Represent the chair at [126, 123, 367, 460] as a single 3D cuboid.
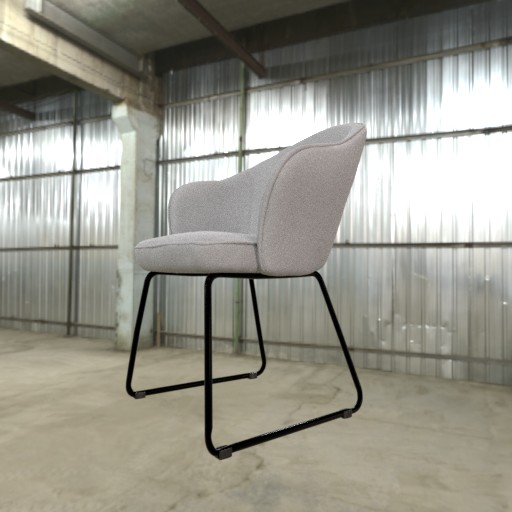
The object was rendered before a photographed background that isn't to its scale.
[{"bbox_3d":[0.000,0.000,1.233,0.592,0.817,0.570,1,-1,-36],"label":"chair"}]
